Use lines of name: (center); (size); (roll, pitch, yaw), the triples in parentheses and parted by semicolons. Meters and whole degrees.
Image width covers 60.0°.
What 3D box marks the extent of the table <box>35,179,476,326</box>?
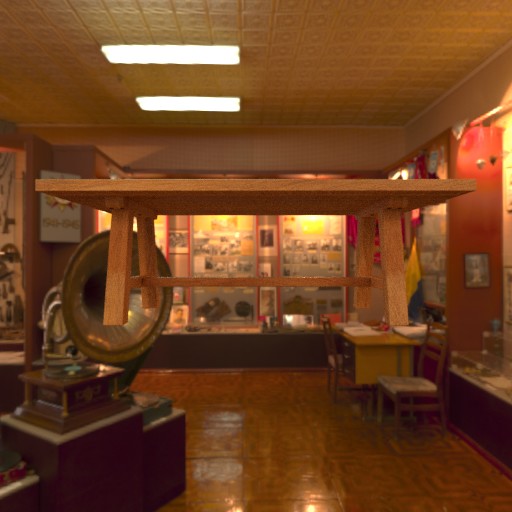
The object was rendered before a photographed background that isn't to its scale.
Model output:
table: (0.000, 0.000, 1.704); (1.320, 0.455, 0.760); (0, 0, 0)
